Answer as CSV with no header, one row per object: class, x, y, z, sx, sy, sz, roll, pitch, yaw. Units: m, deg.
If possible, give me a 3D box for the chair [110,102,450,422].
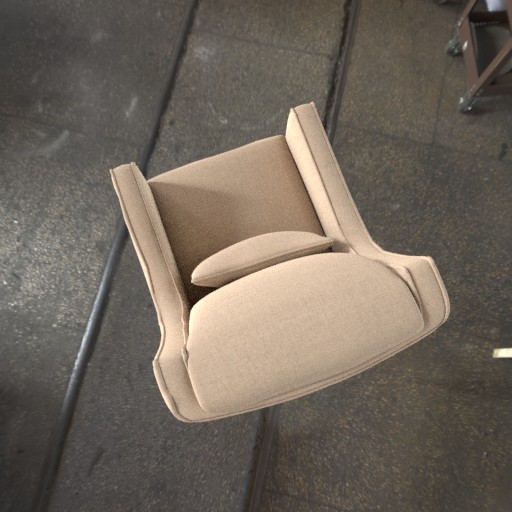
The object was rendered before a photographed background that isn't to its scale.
chair,0.000,0.000,1.514,0.732,0.993,0.879,-20,77,-5
